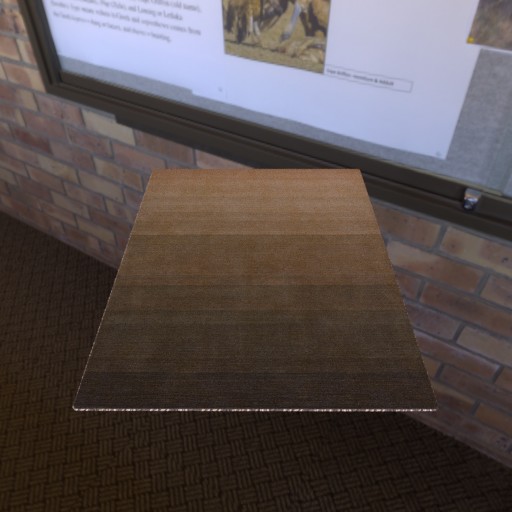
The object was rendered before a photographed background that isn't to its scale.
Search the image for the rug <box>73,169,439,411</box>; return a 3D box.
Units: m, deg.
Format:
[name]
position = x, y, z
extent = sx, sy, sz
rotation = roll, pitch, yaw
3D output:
[rug]
position = 0.000, 0.000, 3.850
extent = 2.305, 0.017, 2.902
rotation = 0, 42, 0
